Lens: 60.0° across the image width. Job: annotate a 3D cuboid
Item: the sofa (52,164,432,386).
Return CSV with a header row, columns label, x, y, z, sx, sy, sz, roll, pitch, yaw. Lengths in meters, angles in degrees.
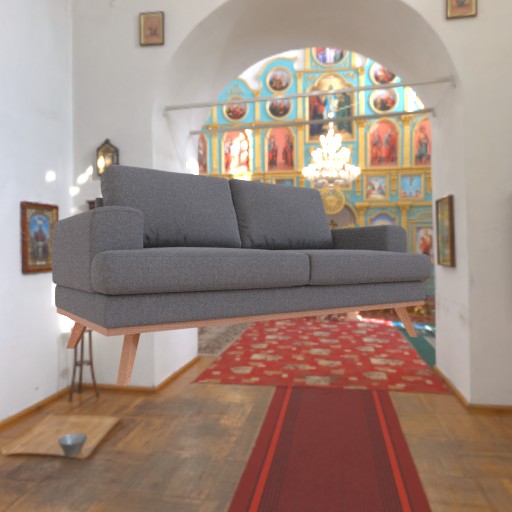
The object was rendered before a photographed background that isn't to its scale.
label,x,y,z,sx,sy,sz,roll,pitch,yaw
sofa,0.000,0.000,2.082,1.650,0.810,0.785,0,0,-35
